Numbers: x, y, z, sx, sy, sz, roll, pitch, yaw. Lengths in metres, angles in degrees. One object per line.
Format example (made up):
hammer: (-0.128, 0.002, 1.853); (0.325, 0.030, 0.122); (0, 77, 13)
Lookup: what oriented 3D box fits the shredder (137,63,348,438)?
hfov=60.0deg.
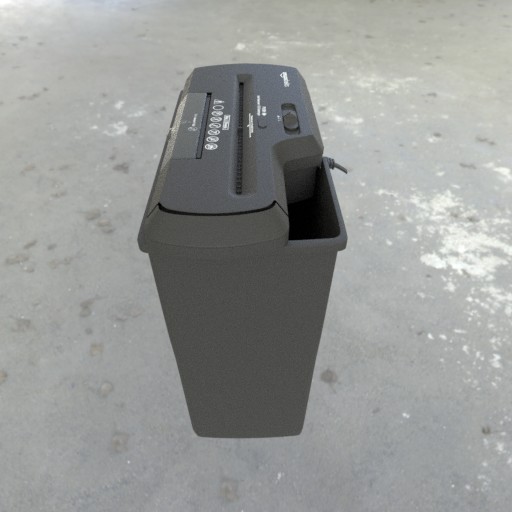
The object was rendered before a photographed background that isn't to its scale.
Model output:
shredder: (0.000, 0.000, 0.504); (0.170, 0.335, 0.320); (-1, 41, -1)
